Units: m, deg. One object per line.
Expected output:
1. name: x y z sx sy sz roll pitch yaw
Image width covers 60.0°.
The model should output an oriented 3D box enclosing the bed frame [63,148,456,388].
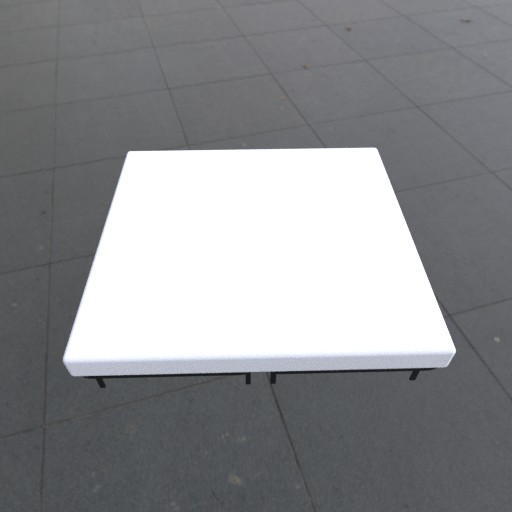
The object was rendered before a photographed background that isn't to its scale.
1. bed frame: 0.000 0.000 3.121 2.033 0.525 1.935 -1 46 -1
